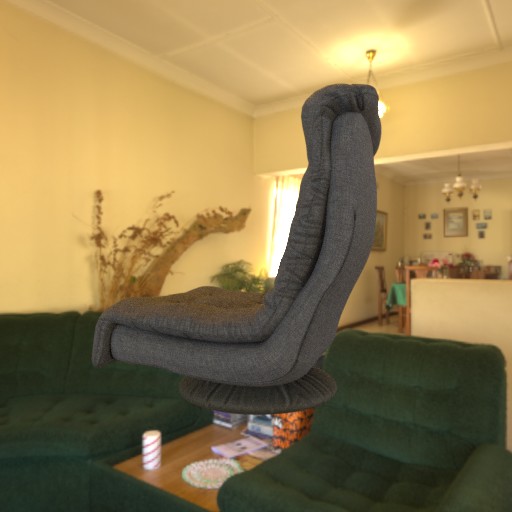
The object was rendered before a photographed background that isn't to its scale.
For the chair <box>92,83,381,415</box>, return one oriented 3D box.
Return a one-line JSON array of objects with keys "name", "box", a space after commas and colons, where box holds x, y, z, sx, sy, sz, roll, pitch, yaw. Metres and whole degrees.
[{"name": "chair", "box": [0.000, 0.000, 1.218, 0.668, 0.749, 0.597, 0, 0, 18]}]
